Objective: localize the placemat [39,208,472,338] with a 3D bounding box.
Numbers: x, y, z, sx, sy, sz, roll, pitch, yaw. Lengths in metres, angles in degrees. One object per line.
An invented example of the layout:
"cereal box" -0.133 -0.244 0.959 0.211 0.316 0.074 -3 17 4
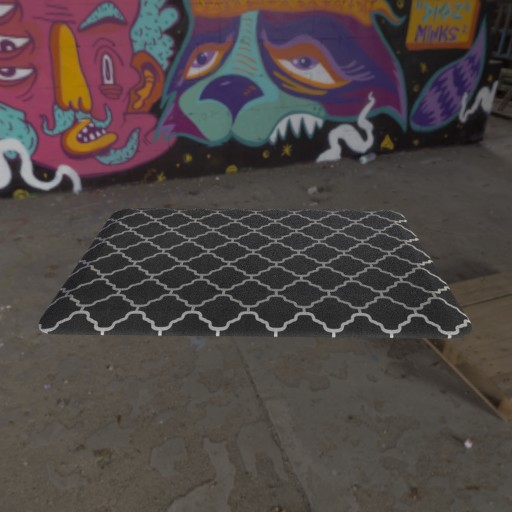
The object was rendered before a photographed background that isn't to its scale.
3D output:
"placemat" 0.000 0.000 0.966 0.762 0.021 0.508 0 31 1
